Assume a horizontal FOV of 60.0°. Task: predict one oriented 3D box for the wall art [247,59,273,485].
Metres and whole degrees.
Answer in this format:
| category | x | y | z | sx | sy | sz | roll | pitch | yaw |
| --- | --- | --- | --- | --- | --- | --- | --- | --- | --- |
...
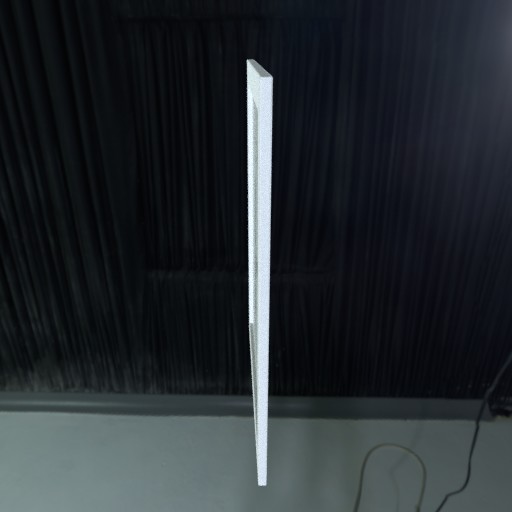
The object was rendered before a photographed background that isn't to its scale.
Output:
| category | x | y | z | sx | sy | sz | roll | pitch | yaw |
| --- | --- | --- | --- | --- | --- | --- | --- | --- | --- |
| wall art | 0.000 | 0.000 | 0.669 | 0.012 | 0.529 | 0.374 | -1 | 26 | -3 |
